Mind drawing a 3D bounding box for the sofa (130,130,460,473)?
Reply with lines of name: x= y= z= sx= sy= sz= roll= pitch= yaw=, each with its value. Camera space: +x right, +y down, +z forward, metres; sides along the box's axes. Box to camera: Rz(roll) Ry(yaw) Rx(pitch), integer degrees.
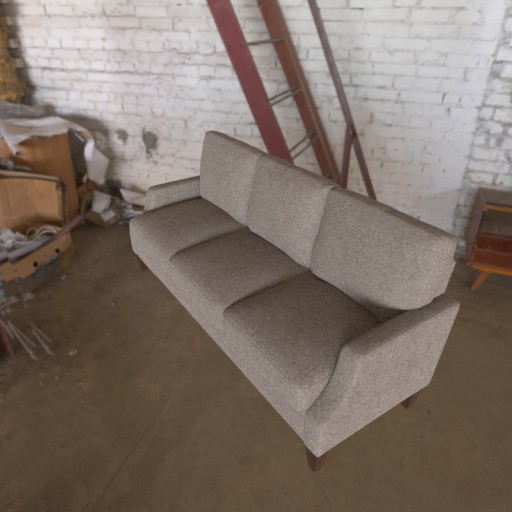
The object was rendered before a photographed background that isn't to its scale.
sofa: x=0.000 y=0.000 z=2.620 sx=0.888 sy=0.984 sz=2.115 roll=-19 pitch=36 yaw=-29
